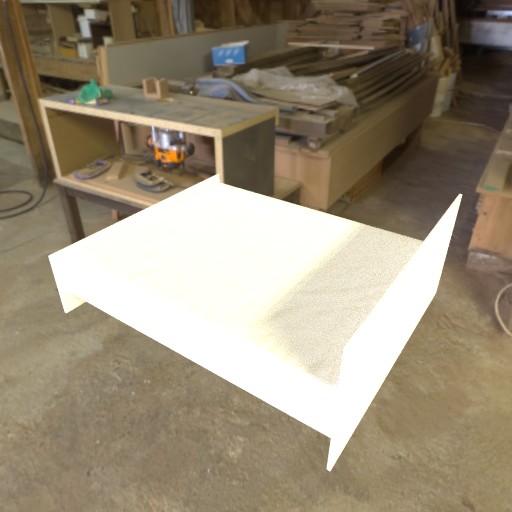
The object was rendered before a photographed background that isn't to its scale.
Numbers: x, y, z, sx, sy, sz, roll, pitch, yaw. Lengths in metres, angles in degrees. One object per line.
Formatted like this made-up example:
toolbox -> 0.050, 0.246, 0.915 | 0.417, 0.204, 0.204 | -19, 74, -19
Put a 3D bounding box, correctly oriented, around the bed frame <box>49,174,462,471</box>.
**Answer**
bed frame -> 0.000, 0.000, 2.989 | 2.060, 0.800, 1.720 | 20, 37, 29
